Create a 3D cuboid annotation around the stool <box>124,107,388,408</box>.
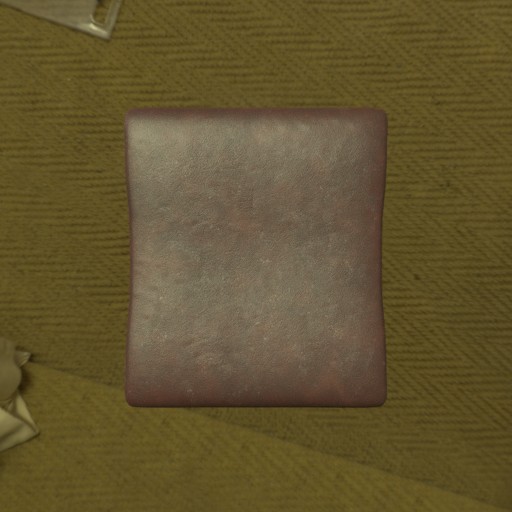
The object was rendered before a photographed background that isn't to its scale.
[{"bbox_3d":[0.000,0.000,1.038,0.401,0.769,0.465,0,90,0],"label":"stool"}]
